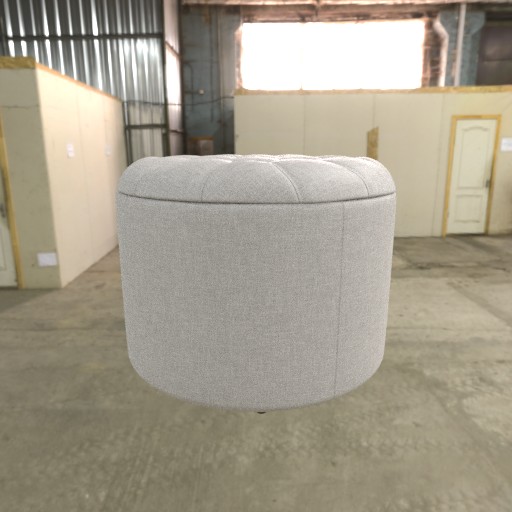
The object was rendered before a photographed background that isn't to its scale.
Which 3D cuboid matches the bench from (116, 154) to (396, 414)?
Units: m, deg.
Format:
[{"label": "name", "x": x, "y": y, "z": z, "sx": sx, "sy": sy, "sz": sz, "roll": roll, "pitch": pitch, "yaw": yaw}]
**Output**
[{"label": "bench", "x": 0.000, "y": 0.000, "z": 1.024, "sx": 0.600, "sy": 0.453, "sz": 0.600, "roll": 0, "pitch": 14, "yaw": 0}]
